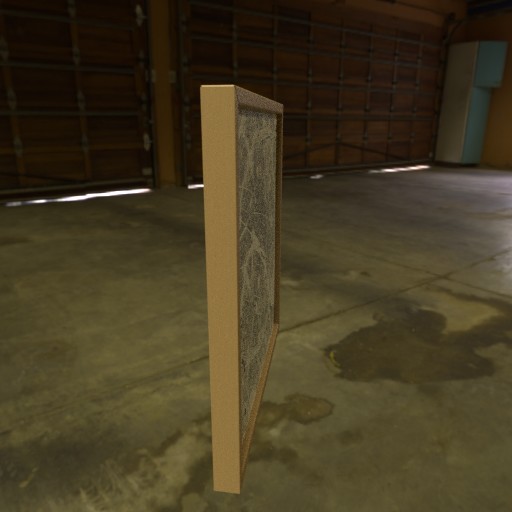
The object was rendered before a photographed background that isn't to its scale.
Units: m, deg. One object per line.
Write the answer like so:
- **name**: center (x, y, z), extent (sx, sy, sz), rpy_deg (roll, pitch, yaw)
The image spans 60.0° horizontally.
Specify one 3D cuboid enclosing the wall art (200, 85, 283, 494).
- **wall art**: center (0.000, 0.000, 0.759), extent (0.036, 0.509, 0.509), rpy_deg (3, 17, 8)
